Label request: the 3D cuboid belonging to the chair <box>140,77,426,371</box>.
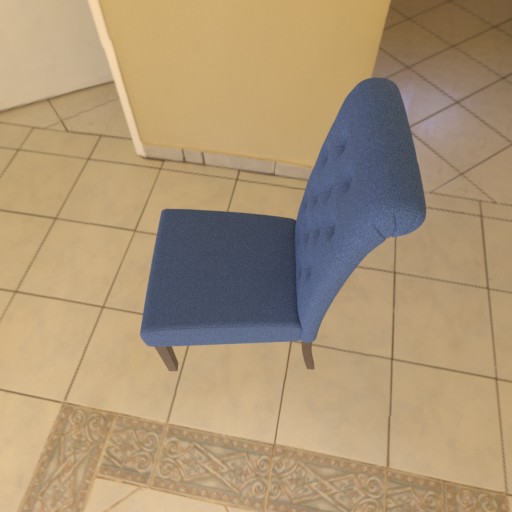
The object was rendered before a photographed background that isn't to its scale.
[{"bbox_3d":[0.000,0.000,1.340,0.671,1.006,0.456,1,58,1],"label":"chair"}]
